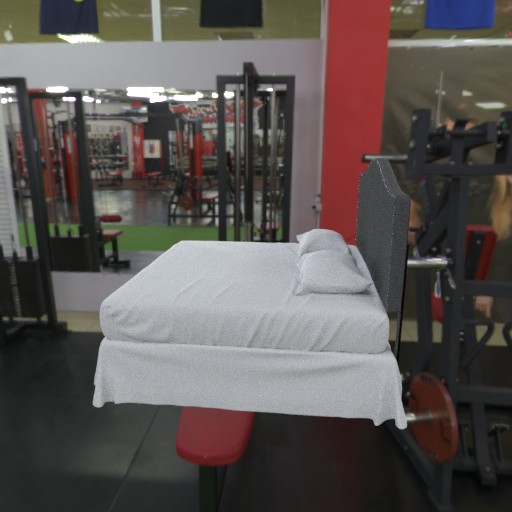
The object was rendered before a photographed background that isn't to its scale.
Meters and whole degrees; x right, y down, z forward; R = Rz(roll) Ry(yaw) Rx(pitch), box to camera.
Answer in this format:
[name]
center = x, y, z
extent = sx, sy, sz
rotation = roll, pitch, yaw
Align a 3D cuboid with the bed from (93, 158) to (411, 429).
[bed]
center = 0.000, 0.000, 3.805
extent = 2.219, 1.651, 2.314
rotation = 2, 15, 6
